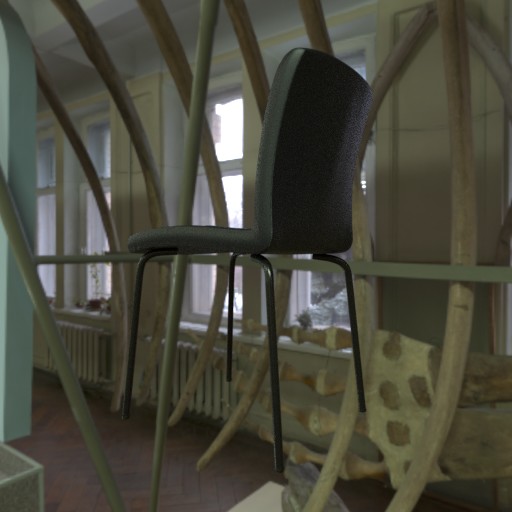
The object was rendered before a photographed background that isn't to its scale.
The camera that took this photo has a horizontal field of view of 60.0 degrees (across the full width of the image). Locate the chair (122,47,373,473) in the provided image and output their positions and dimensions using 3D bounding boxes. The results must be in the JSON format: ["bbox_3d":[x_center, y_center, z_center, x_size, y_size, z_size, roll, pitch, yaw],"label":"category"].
[{"bbox_3d":[0.000,0.000,1.193,0.572,0.872,0.450,0,1,37],"label":"chair"}]
